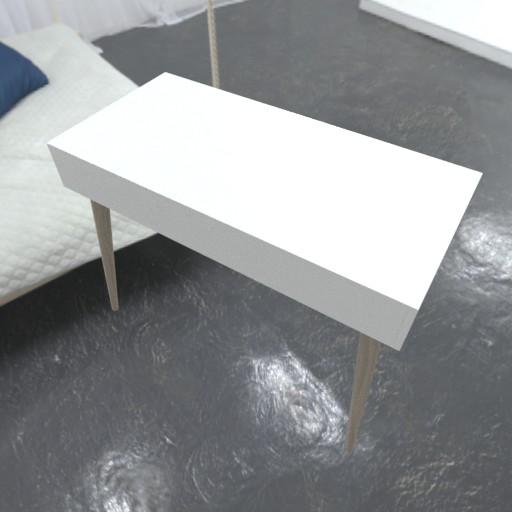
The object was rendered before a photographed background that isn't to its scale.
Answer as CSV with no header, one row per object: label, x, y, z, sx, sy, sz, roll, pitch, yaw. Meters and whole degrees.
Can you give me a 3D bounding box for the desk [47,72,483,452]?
desk,0.000,0.000,1.363,0.979,0.723,0.491,25,52,21
